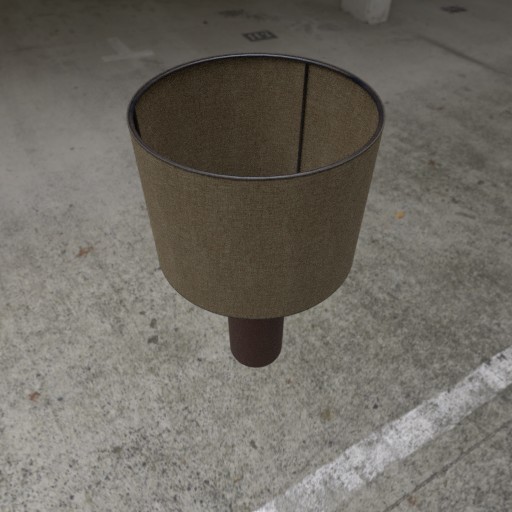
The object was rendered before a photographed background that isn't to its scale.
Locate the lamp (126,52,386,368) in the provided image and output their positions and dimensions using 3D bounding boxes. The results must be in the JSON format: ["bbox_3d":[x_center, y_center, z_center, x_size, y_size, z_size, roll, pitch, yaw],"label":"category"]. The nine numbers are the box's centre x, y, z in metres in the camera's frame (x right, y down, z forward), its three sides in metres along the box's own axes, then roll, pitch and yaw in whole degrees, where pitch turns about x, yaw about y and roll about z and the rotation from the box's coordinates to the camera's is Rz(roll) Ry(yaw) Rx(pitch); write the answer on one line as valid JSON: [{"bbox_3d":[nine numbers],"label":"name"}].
[{"bbox_3d":[0.000,0.000,0.477,0.202,0.350,0.202,0,46,0],"label":"lamp"}]
